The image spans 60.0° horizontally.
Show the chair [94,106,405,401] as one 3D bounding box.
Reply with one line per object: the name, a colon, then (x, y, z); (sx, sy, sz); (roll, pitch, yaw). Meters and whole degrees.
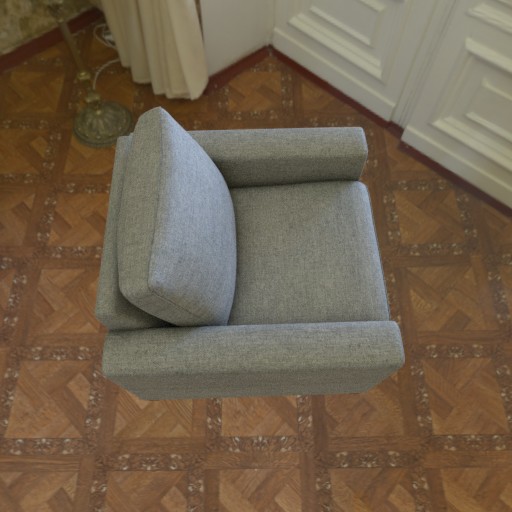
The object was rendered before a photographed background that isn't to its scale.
chair: (0.000, 0.000, 1.837); (1.038, 1.010, 1.024); (-2, 64, -1)
